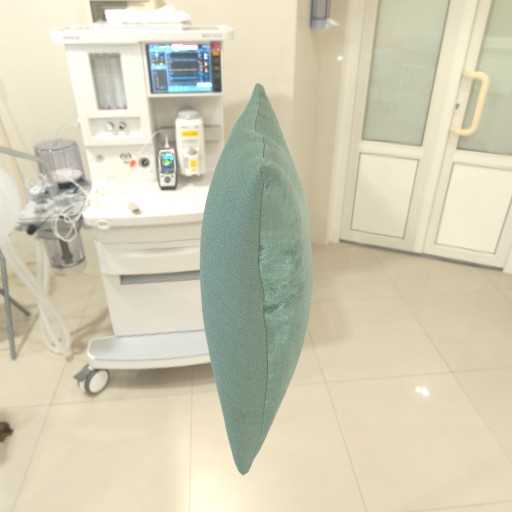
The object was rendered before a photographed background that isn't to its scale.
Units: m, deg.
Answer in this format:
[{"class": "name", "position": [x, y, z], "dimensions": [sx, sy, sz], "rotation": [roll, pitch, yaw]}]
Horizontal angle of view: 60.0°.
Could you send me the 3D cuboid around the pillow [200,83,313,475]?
[{"class": "pillow", "position": [0.000, 0.000, 0.720], "dimensions": [0.175, 0.464, 0.470], "rotation": [0, 31, 1]}]
